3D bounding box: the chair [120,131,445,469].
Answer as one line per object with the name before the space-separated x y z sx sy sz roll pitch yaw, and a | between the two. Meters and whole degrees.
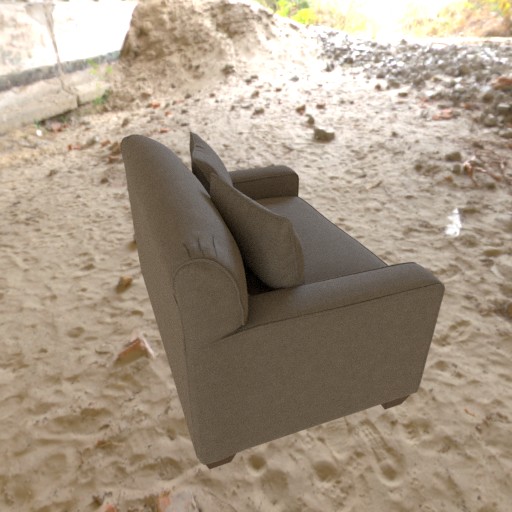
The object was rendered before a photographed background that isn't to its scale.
chair | 0.000 0.000 2.060 0.992 0.953 1.395 -11 32 -18
